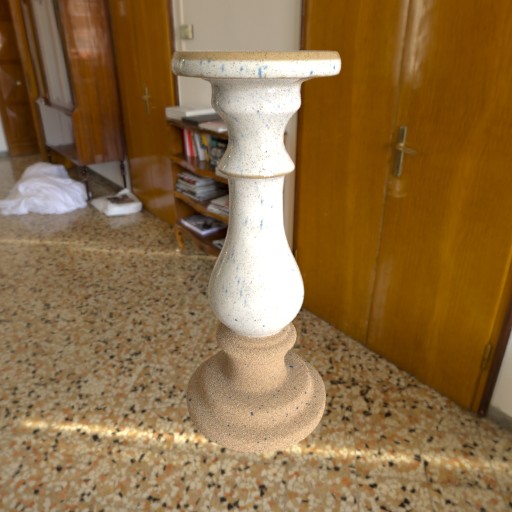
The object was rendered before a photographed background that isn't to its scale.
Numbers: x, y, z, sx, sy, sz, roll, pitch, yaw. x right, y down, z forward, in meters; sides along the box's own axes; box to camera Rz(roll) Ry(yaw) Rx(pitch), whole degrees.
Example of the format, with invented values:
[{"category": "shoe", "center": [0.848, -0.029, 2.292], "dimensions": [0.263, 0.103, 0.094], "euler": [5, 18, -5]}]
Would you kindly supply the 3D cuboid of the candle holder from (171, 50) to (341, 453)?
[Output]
[{"category": "candle holder", "center": [0.000, 0.000, 0.242], "dimensions": [0.088, 0.203, 0.088], "euler": [0, 25, 0]}]
